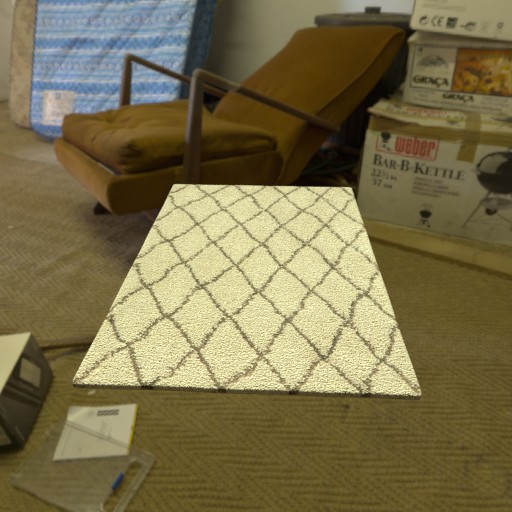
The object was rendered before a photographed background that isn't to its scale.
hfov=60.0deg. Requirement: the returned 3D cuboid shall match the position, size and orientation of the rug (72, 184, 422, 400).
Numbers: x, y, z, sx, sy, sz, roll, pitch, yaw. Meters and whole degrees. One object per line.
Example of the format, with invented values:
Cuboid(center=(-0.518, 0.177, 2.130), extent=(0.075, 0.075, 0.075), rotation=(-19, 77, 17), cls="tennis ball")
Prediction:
Cuboid(center=(0.000, 0.000, 2.284), extent=(1.219, 0.030, 1.778), rotation=(1, 32, 2), cls="rug")
